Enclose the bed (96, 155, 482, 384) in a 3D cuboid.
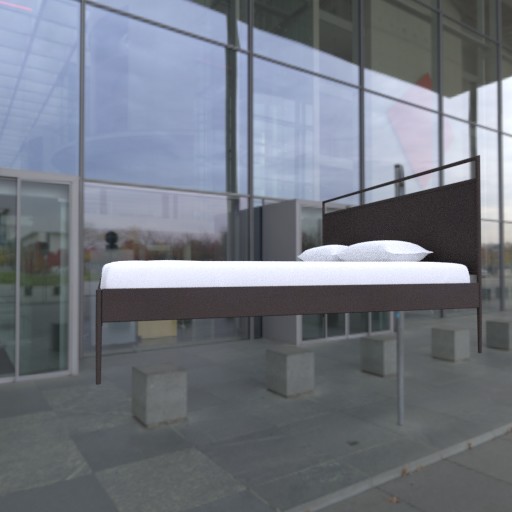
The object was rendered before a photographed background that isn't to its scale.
[{"bbox_3d":[0.000,0.000,3.218,2.151,1.173,1.993,0,-1,-19],"label":"bed"}]
